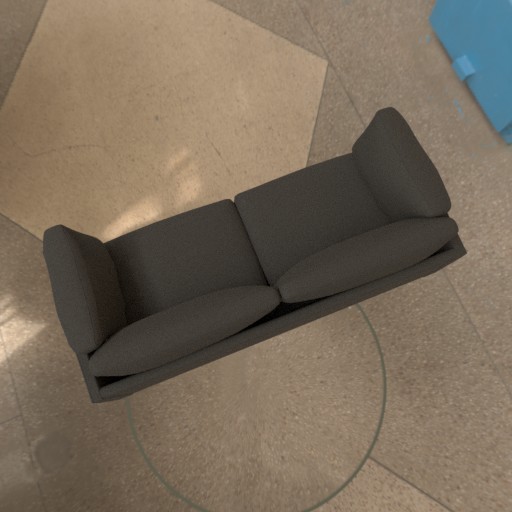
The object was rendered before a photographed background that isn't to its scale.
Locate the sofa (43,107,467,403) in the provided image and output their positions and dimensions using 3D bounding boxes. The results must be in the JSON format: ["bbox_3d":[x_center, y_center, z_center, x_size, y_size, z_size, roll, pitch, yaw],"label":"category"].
[{"bbox_3d":[0.000,0.000,2.747,2.312,0.792,0.969,-21,76,-6],"label":"sofa"}]
